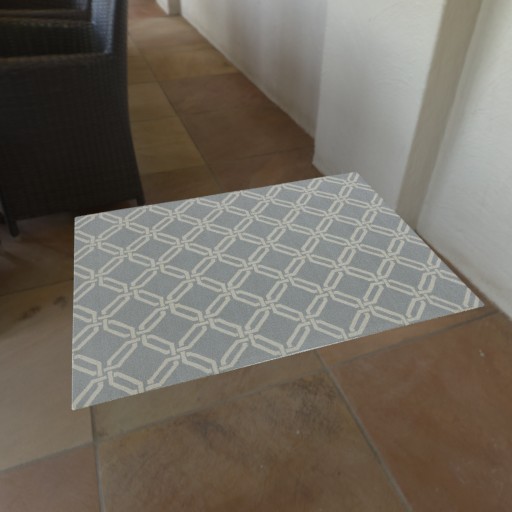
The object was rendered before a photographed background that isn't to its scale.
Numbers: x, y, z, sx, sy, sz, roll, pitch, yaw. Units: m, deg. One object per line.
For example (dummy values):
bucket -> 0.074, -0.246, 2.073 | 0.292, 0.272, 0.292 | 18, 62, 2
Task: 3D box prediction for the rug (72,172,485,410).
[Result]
rug -> 0.000, 0.000, 2.712 | 2.133, 0.013, 1.522 | -11, 41, -13
